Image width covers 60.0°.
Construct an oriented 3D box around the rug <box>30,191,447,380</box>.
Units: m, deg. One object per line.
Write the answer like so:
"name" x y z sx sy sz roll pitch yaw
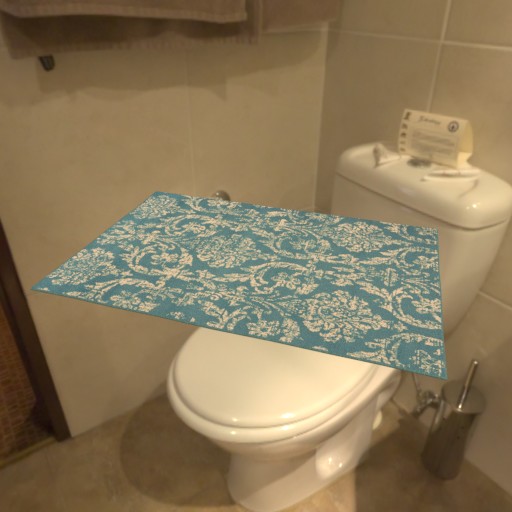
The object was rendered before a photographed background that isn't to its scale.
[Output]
"rug" 0.000 0.000 2.326 1.833 0.012 1.211 9 33 15
